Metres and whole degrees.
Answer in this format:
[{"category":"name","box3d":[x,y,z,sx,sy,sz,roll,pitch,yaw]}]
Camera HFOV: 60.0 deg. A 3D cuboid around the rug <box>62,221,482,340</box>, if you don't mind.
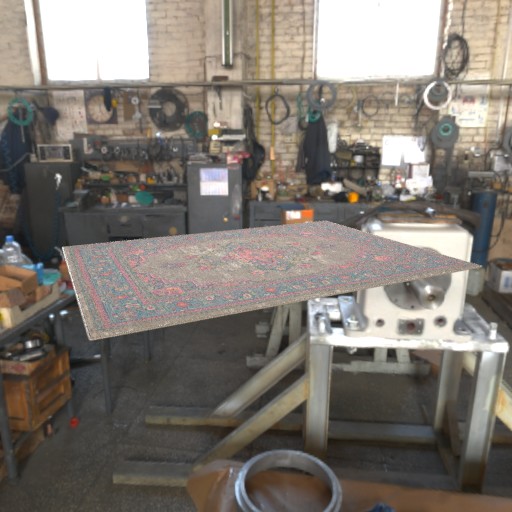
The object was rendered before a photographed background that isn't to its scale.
[{"category":"rug","box3d":[0.000,0.000,2.854,2.214,0.013,1.609,-7,17,-25]}]
